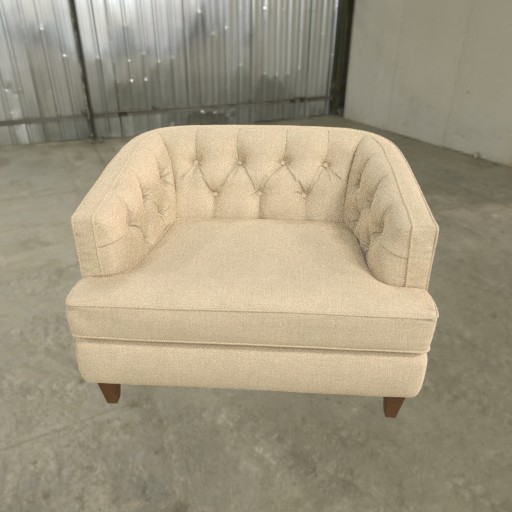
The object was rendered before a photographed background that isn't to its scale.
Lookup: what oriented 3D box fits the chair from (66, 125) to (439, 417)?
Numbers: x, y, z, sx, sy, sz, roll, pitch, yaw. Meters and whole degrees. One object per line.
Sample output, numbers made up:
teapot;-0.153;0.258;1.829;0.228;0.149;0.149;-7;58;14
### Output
chair;0.000;0.000;1.678;1.118;0.787;0.914;2;29;3
